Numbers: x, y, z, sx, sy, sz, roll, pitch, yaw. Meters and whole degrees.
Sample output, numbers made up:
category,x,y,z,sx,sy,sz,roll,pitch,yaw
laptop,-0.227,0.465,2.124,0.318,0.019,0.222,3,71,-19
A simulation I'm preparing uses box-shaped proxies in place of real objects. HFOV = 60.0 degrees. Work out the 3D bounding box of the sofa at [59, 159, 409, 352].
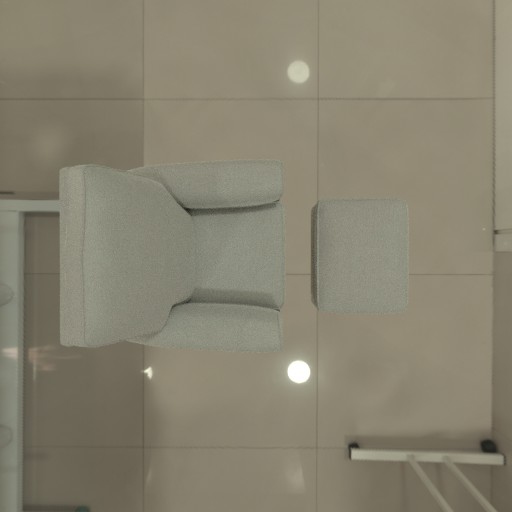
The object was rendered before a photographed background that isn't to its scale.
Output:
category,x,y,z,sx,sy,sz,roll,pitch,yaw
sofa,0.000,0.000,2.016,1.478,0.959,0.880,0,91,1
